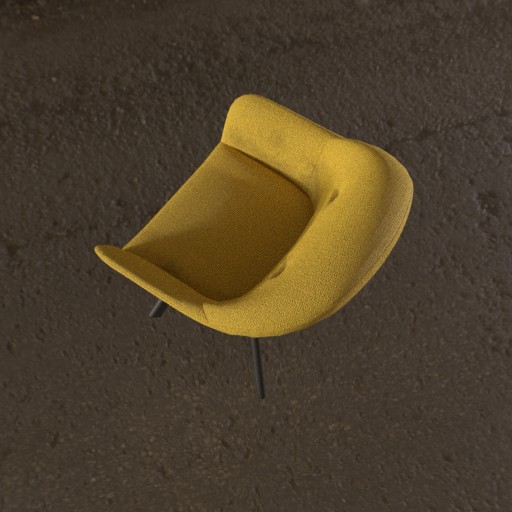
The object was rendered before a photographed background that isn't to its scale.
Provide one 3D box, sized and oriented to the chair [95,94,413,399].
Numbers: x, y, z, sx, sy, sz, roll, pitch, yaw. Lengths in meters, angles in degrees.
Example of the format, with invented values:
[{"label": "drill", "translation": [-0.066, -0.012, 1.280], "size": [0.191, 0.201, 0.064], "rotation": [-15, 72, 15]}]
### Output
[{"label": "chair", "translation": [0.000, 0.000, 1.144], "size": [0.565, 0.775, 0.545], "rotation": [32, 68, 14]}]
